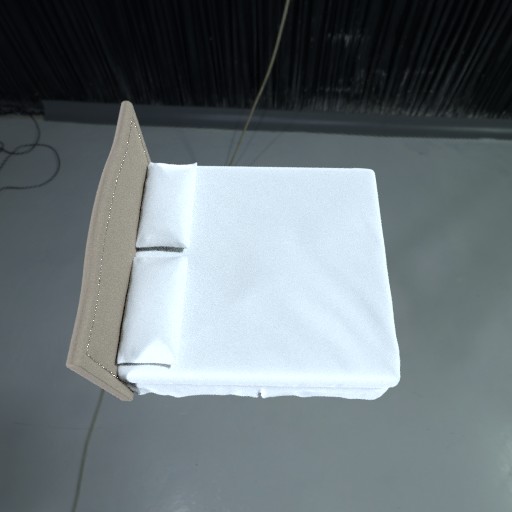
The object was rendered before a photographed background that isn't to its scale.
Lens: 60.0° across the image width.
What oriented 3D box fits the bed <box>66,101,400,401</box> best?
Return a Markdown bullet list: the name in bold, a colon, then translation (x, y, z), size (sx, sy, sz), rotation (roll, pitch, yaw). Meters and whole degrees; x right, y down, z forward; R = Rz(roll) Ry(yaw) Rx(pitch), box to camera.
- **bed**: translation (0.000, 0.000, 3.547), size (2.182, 1.421, 2.083), rotation (1, 63, 1)
